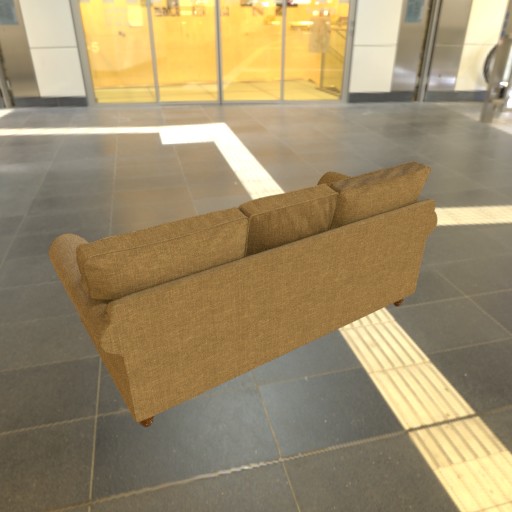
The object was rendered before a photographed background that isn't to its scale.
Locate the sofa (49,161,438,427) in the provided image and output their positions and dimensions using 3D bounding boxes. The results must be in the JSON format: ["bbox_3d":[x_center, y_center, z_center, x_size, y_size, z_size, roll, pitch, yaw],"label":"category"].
[{"bbox_3d":[0.000,0.000,2.591,2.084,0.961,0.916,-18,34,-29],"label":"sofa"}]
